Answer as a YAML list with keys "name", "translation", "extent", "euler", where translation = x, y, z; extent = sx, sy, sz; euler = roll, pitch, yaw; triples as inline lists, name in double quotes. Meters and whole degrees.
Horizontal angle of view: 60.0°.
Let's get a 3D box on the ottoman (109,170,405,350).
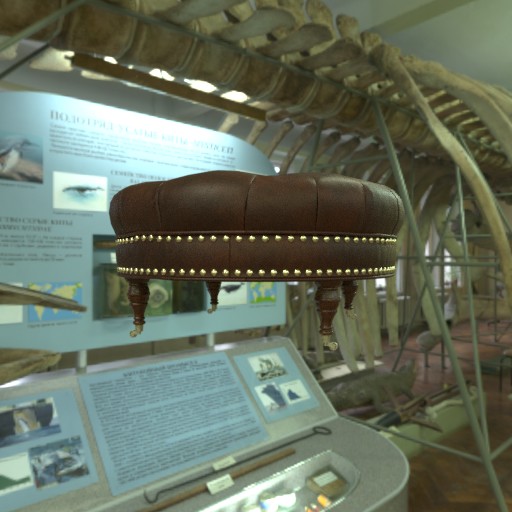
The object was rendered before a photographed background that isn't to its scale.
- name: "ottoman"
  translation: [0.000, 0.000, 1.416]
  extent: [0.901, 0.455, 0.901]
  euler: [0, 0, 0]
